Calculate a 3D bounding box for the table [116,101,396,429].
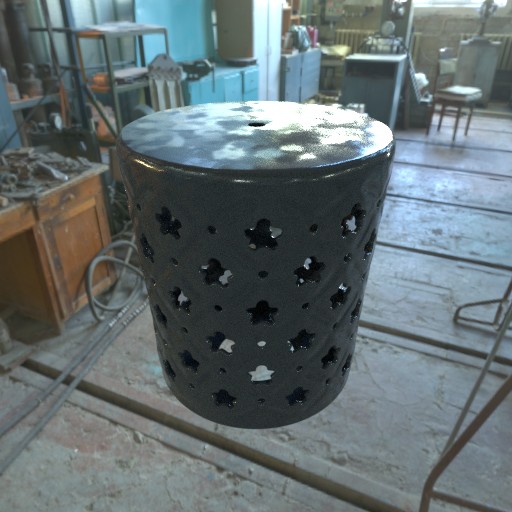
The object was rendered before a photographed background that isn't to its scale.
[{"bbox_3d":[0.000,0.000,0.662,0.352,0.387,0.352,0,30,0],"label":"table"}]
